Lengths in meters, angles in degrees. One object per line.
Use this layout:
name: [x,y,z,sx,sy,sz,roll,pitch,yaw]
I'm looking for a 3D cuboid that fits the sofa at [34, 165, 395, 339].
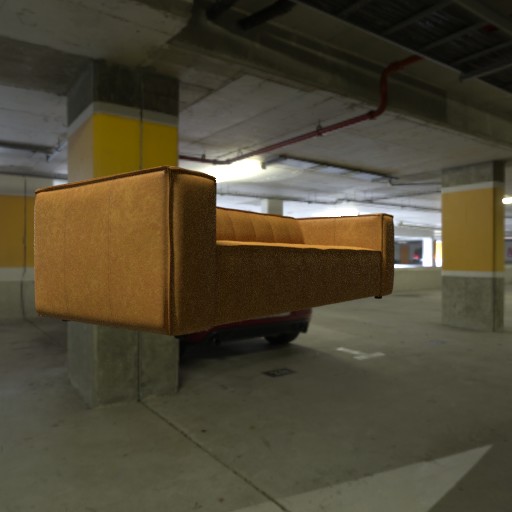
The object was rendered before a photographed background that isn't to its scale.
sofa: [0.000,0.000,3.024,1.102,0.701,2.581,0,0,36]
